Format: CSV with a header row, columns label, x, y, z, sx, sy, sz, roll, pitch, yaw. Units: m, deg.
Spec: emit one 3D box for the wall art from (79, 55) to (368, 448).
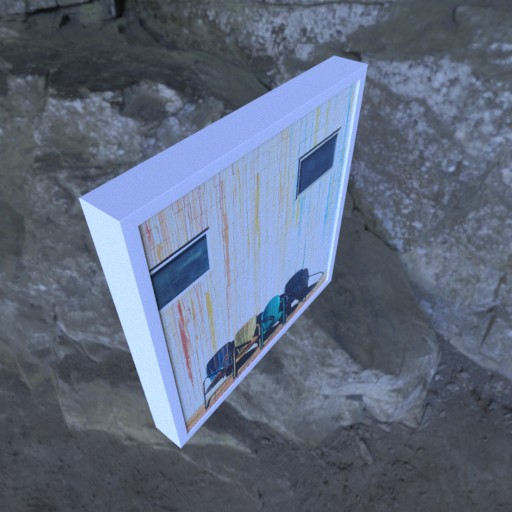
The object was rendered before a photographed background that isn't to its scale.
label,x,y,z,sx,sy,sz,roll,pitch,yaw
wall art,0.000,0.000,0.454,0.038,0.305,0.305,28,50,26
